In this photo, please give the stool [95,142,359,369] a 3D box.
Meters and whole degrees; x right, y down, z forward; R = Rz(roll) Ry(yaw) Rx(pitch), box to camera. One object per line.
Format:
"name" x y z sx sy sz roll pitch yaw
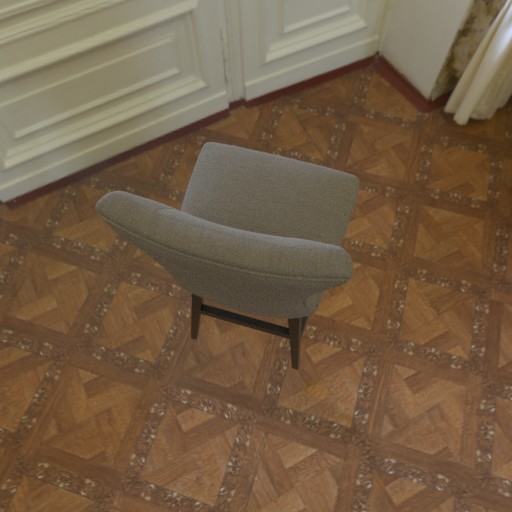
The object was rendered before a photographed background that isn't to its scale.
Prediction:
"stool" 0.000 0.000 1.396 0.514 1.086 0.574 15 64 7
